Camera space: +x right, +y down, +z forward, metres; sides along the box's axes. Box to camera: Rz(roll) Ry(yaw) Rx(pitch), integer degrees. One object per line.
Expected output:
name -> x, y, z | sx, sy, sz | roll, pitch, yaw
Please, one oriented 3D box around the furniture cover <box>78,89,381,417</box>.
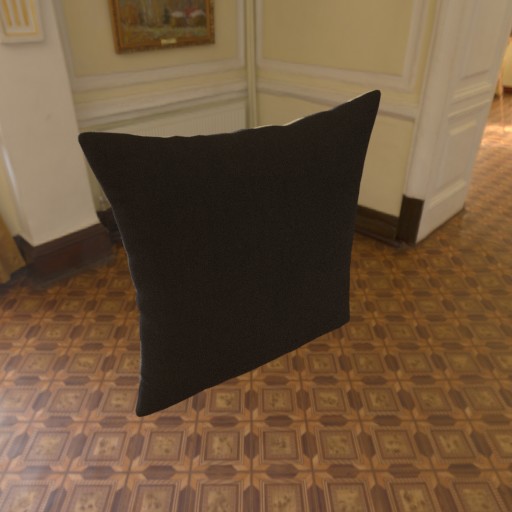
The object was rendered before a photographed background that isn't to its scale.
furniture cover -> 0.000, 0.000, 0.780 | 0.511, 0.509, 0.161 | -18, 36, -28
